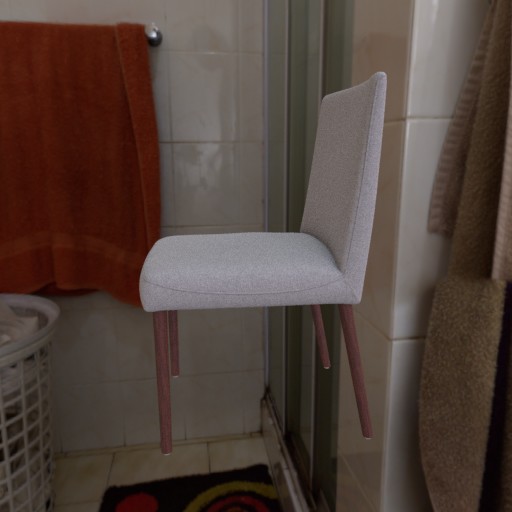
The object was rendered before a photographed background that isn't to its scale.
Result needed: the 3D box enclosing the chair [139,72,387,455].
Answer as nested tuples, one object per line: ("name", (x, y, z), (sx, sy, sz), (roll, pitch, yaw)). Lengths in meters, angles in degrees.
("chair", (0.000, 0.000, 1.162), (0.570, 0.859, 0.456), (-2, 13, -7))
